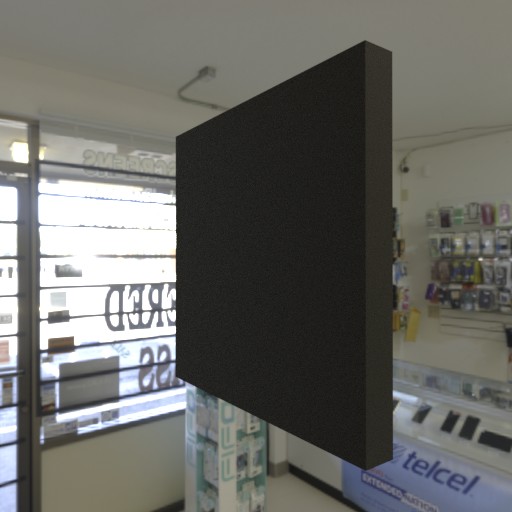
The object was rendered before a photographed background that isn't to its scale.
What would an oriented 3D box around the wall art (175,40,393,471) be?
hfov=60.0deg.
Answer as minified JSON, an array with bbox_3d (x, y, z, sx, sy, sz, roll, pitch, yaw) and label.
[{"bbox_3d":[0.000,0.000,0.447,0.030,0.305,0.308,0,0,-36],"label":"wall art"}]
